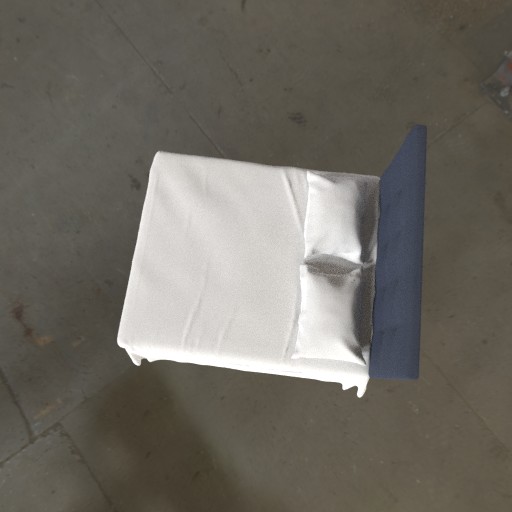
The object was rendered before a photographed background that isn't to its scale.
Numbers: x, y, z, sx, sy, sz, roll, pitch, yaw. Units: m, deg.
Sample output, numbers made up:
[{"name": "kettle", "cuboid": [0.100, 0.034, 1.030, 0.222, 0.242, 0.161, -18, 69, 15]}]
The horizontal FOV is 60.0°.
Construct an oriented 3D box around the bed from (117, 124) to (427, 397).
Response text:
[{"name": "bed", "cuboid": [0.000, 0.000, 3.470, 2.222, 1.577, 1.936, 7, 75, 2]}]
